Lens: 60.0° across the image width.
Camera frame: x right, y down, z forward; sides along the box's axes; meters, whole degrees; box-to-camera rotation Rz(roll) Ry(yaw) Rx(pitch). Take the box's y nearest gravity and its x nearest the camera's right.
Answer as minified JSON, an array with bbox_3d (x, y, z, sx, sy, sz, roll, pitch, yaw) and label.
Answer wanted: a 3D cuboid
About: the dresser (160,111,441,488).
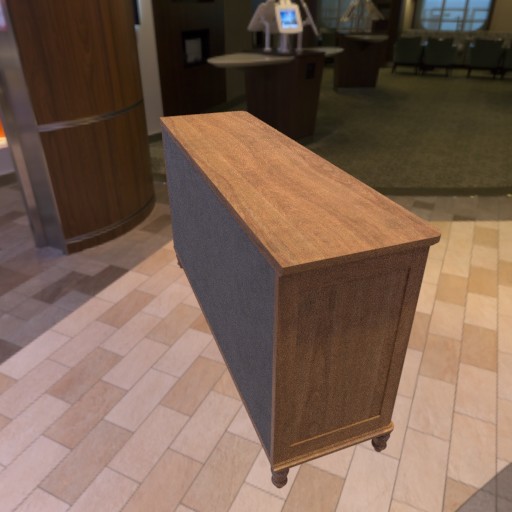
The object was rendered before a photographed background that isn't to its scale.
[{"bbox_3d":[0.000,0.000,1.944,0.468,0.892,1.583,-11,32,-18],"label":"dresser"}]
